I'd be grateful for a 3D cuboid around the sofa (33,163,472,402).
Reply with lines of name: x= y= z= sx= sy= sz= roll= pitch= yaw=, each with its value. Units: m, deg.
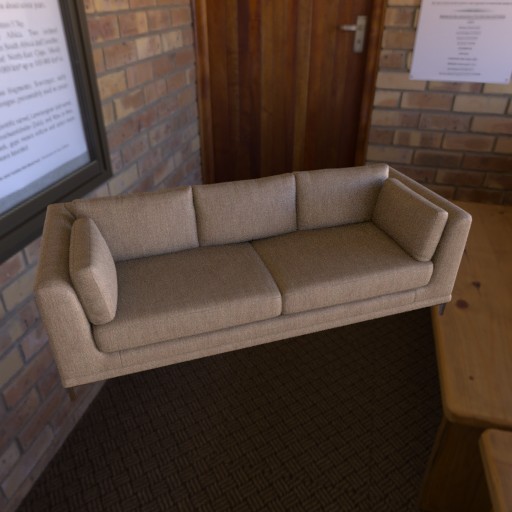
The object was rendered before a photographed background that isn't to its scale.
sofa: x=0.000 y=0.000 z=2.841 sx=2.415 sy=0.867 sz=0.969 roll=-10 pitch=32 yaw=-15
